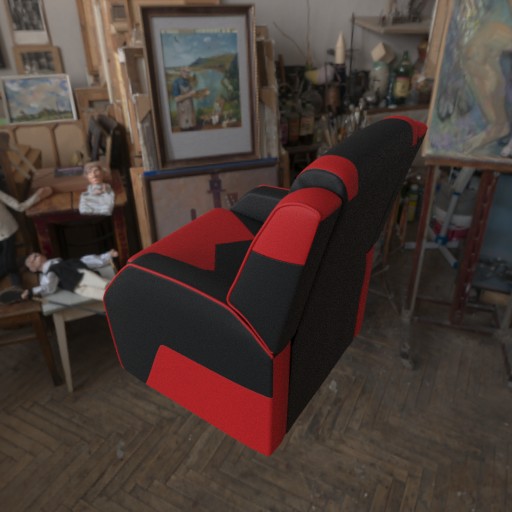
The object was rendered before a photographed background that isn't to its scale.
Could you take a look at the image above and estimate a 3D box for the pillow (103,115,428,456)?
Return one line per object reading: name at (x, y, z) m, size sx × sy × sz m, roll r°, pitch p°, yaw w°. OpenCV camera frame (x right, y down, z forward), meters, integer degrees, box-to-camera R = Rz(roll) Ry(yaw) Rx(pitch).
pillow at (0.000, 0.000, 1.274) m, size 0.672 × 0.805 × 0.620 m, roll 20°, pitch 37°, yaw 28°
